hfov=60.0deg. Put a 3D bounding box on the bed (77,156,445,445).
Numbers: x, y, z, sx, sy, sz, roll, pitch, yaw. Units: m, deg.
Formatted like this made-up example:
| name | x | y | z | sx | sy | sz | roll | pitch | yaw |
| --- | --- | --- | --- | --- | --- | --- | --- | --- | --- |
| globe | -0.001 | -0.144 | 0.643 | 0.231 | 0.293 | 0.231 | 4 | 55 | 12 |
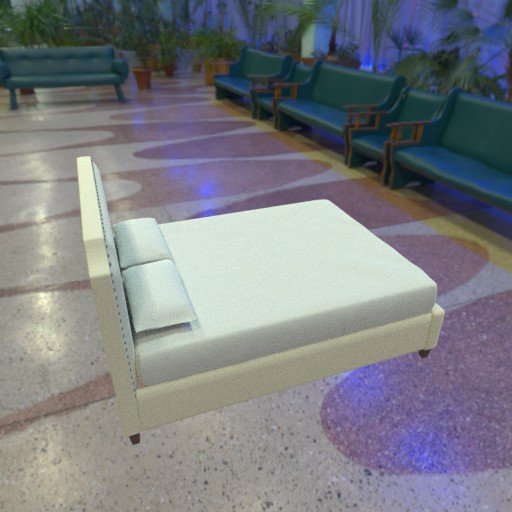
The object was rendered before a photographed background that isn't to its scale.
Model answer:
| name | x | y | z | sx | sy | sz | roll | pitch | yaw |
| --- | --- | --- | --- | --- | --- | --- | --- | --- | --- |
| bed | 0.000 | 0.000 | 3.437 | 2.329 | 1.415 | 1.703 | -11 | 32 | -18 |
